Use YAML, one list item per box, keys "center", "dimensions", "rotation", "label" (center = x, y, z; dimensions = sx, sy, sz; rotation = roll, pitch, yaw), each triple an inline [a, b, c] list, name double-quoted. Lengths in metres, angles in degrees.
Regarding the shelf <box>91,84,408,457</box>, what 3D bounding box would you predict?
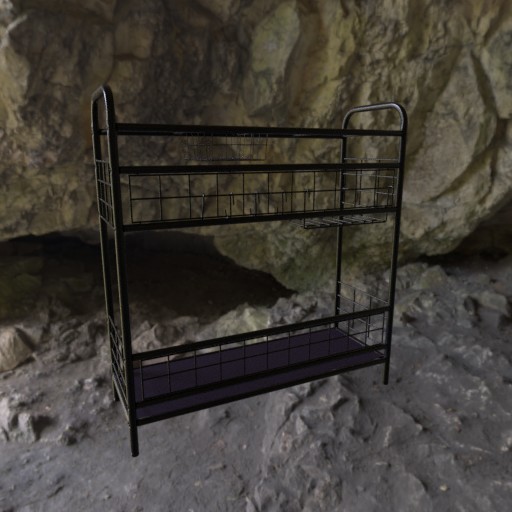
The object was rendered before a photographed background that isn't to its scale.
- center: [0.000, 0.000, 1.513]
  dimensions: [0.961, 1.026, 0.350]
  rotation: [-6, 15, -25]
  label: "shelf"
